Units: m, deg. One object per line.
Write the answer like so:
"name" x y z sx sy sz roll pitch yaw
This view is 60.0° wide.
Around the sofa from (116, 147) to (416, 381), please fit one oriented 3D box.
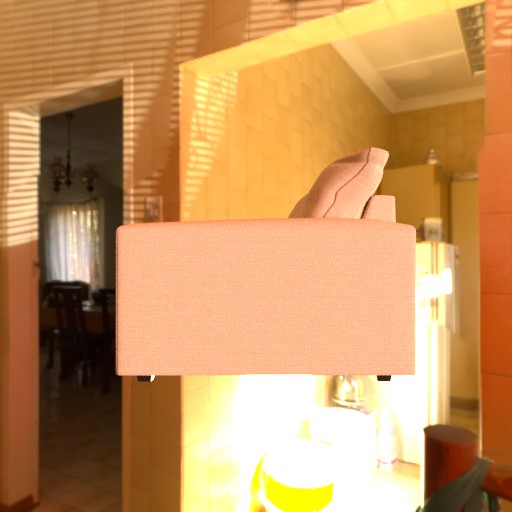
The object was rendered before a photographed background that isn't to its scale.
"sofa" 0.000 0.000 2.375 1.091 0.875 1.754 0 0 0
